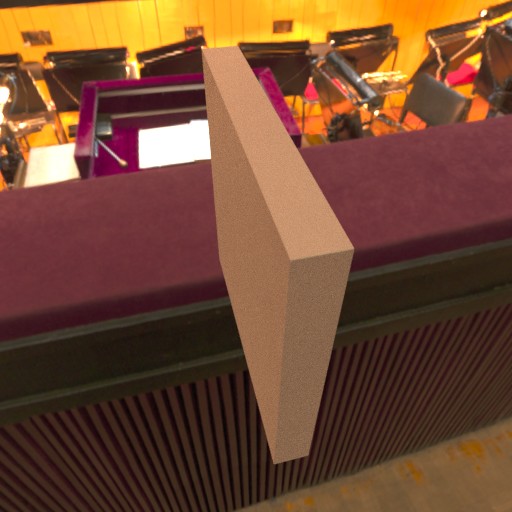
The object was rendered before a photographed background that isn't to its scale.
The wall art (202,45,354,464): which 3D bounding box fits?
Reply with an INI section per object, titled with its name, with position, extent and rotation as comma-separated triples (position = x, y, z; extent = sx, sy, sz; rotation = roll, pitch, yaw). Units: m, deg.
[wall art]
position = 0.000, 0.000, 0.456
extent = 0.038, 0.305, 0.305
rotation = -10, 46, -10
